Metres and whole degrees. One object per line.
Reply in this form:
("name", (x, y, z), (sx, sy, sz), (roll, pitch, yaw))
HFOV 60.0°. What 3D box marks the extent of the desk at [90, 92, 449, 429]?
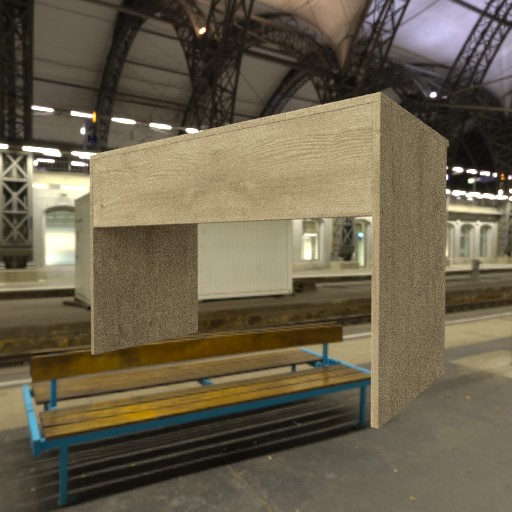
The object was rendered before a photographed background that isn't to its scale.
("desk", (0.000, 0.000, 1.514), (1.100, 0.730, 0.560), (1, 2, 37))
